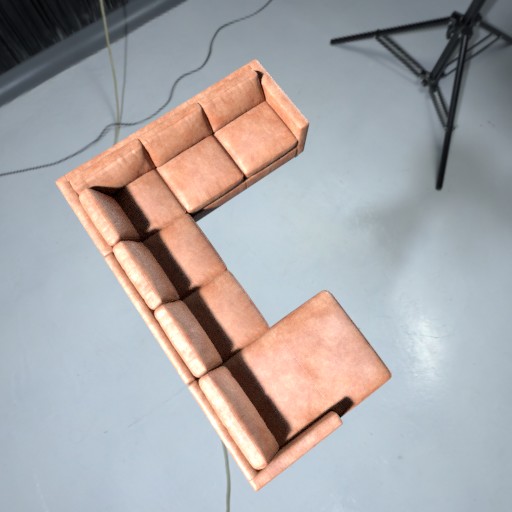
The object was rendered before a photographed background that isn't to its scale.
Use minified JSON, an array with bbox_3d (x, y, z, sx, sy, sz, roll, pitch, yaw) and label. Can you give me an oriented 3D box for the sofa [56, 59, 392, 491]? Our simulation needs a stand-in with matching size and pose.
[{"bbox_3d":[0.000,0.000,4.450,2.430,0.832,3.401,-35,78,-8],"label":"sofa"}]
